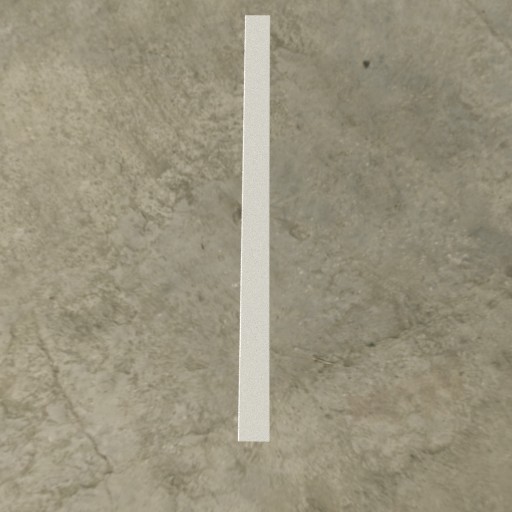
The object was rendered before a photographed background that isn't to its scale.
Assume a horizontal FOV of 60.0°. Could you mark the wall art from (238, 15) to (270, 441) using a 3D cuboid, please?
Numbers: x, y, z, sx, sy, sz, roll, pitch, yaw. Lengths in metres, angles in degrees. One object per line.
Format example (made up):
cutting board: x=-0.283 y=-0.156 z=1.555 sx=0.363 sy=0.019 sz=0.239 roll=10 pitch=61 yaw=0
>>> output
wall art: x=0.000 y=0.000 z=0.902 sx=0.038 sy=0.610 sz=0.610 roll=0 pitch=76 yaw=0
